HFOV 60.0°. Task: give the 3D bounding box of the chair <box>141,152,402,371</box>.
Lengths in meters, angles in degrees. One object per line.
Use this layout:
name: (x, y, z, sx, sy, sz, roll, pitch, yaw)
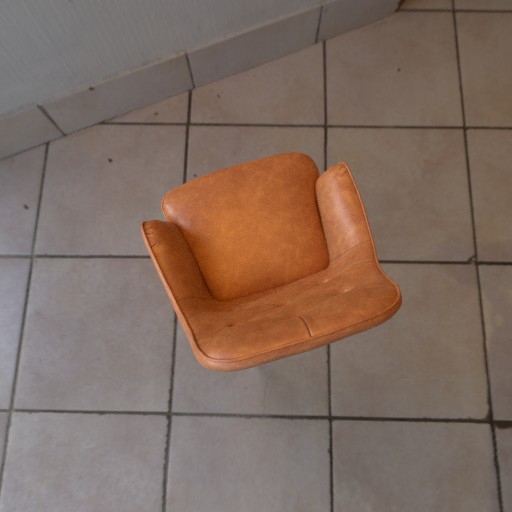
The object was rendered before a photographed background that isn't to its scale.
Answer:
chair: (0.000, 0.000, 1.338, 0.628, 0.909, 0.615, -17, 77, -4)
